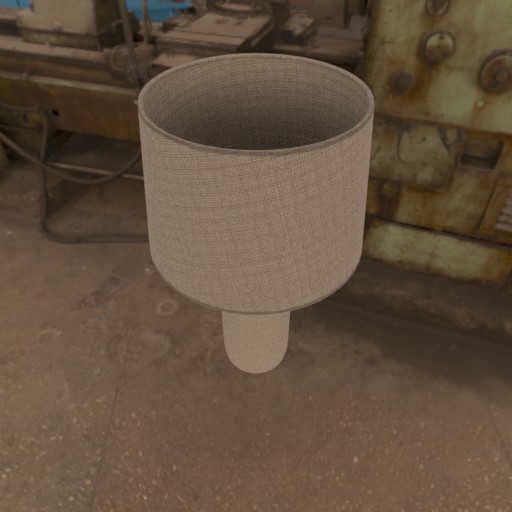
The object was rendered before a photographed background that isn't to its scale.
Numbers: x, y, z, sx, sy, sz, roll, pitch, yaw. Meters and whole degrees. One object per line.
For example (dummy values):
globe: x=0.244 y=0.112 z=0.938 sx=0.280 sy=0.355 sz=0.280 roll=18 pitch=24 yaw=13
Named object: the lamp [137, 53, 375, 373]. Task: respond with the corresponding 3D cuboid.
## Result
lamp: x=0.000 y=0.000 z=0.814 sx=0.367 sy=0.609 sz=0.367 roll=0 pitch=43 yaw=0
